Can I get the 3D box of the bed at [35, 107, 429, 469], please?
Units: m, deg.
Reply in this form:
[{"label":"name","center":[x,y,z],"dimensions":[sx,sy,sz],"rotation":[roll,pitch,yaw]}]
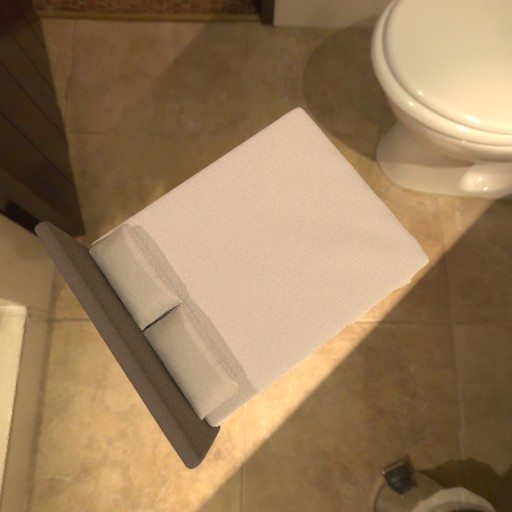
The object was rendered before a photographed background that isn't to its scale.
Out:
[{"label":"bed","center":[0.000,0.000,3.224],"dimensions":[2.142,1.330,1.723],"rotation":[-35,79,-8]}]
